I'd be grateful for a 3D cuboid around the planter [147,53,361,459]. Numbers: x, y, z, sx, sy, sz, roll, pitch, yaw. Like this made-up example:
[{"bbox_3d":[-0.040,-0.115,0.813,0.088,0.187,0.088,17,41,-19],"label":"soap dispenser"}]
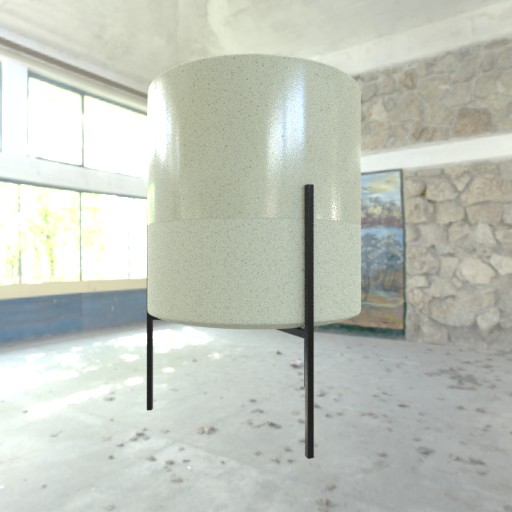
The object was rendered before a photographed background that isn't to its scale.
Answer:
[{"bbox_3d":[0.000,0.000,0.675,0.314,0.475,0.323,0,0,36],"label":"planter"}]
